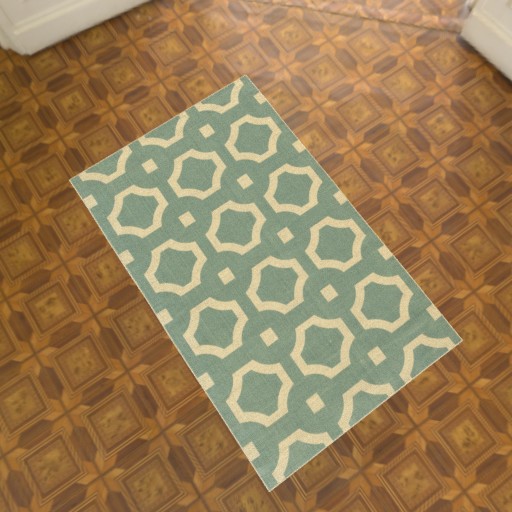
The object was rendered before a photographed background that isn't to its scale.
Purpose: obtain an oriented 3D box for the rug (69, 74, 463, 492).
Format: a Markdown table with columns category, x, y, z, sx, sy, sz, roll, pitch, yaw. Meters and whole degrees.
| category | x | y | z | sx | sy | sz | roll | pitch | yaw |
| --- | --- | --- | --- | --- | --- | --- | --- | --- | --- |
| rug | 0.000 | 0.000 | 2.988 | 1.528 | 0.015 | 2.443 | -34 | 77 | -9 |
